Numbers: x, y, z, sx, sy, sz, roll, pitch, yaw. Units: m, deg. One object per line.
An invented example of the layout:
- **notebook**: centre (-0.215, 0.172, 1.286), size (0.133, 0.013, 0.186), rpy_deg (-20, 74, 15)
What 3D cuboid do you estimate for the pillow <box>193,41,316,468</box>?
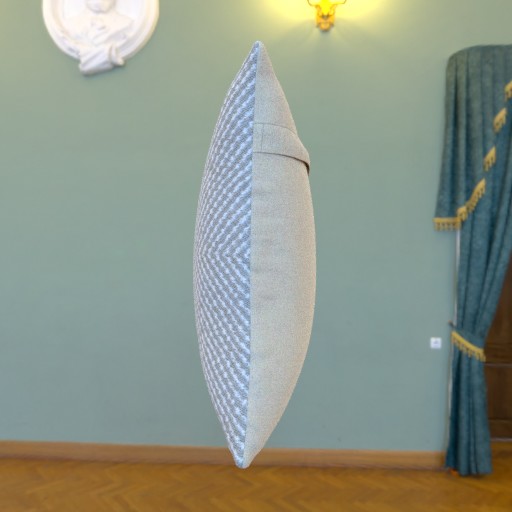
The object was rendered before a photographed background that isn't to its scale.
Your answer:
- **pillow**: centre (0.000, 0.000, 0.694), size (0.181, 0.458, 0.459), rpy_deg (0, -1, 2)
